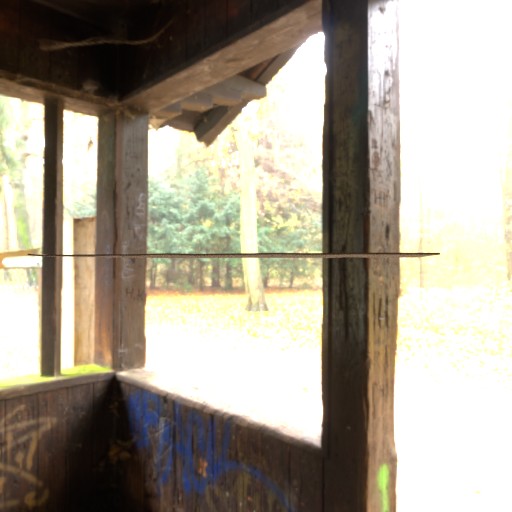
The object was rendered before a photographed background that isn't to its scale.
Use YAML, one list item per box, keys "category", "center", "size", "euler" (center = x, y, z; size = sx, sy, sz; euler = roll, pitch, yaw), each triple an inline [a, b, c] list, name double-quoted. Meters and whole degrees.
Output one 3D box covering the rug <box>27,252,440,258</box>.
- category: "rug"
  center: [0.000, 0.000, 4.231]
  size: [3.057, 0.021, 2.431]
  euler: [0, -1, 17]
